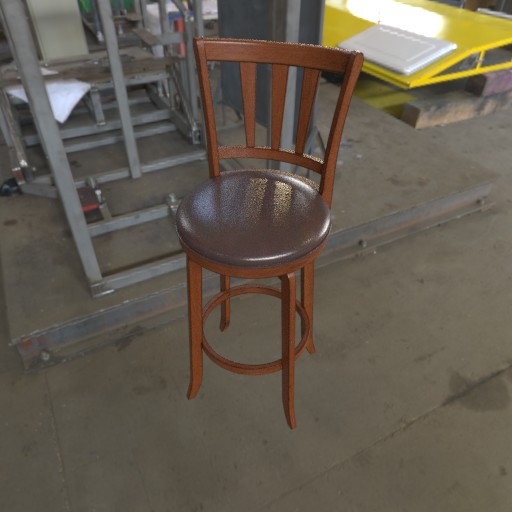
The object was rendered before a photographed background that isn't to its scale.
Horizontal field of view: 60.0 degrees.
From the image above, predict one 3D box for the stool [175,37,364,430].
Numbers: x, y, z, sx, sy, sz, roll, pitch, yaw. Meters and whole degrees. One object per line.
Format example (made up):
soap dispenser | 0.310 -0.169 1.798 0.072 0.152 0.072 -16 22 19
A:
stool | 0.000 0.000 1.409 0.464 1.177 0.503 11 41 13
